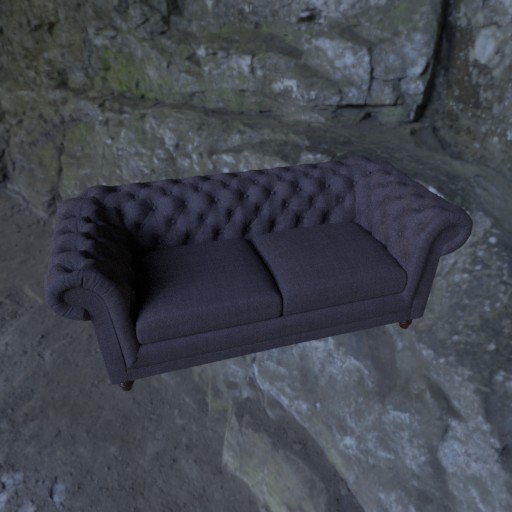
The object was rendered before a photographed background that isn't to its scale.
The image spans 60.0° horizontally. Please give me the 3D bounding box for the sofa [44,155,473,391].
[{"bbox_3d":[0.000,0.000,2.514,2.048,0.780,0.944,-9,34,-14],"label":"sofa"}]
